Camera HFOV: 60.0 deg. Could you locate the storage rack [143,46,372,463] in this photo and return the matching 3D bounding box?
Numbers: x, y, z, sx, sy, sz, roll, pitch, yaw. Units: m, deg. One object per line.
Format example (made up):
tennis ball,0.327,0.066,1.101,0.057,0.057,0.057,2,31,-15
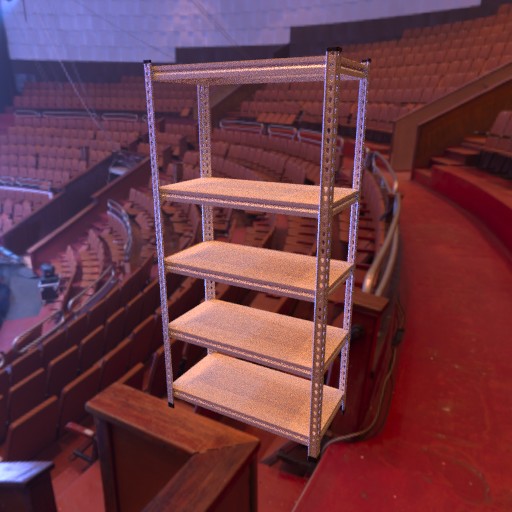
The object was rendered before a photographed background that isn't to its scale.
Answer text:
storage rack,0.000,0.000,2.247,0.914,1.829,0.457,10,20,27
